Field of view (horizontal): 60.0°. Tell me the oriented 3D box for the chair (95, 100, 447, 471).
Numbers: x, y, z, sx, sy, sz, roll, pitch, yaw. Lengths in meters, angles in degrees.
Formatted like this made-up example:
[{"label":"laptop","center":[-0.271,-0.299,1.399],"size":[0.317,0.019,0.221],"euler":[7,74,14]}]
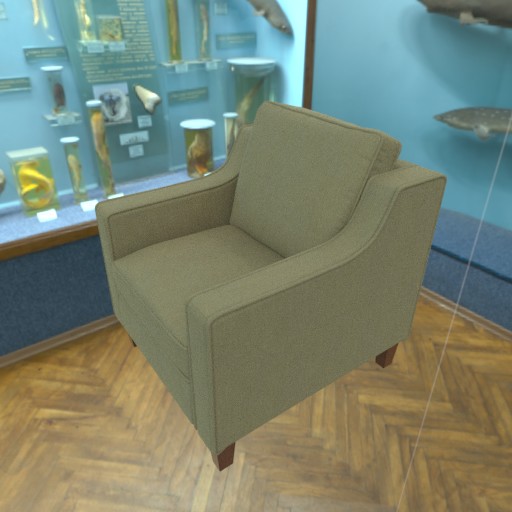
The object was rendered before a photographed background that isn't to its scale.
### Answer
[{"label":"chair","center":[0.000,0.000,1.635],"size":[0.909,0.960,0.831],"euler":[-20,36,-30]}]
